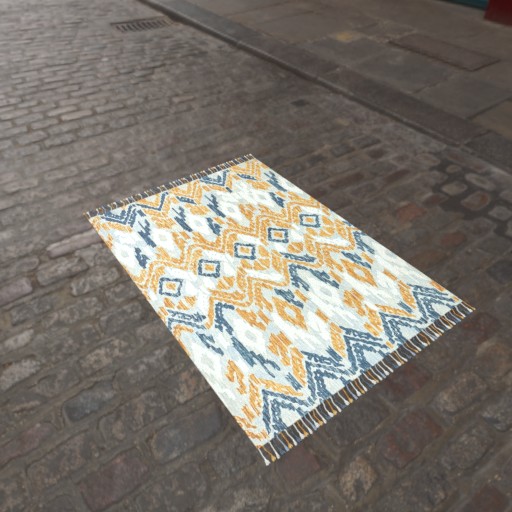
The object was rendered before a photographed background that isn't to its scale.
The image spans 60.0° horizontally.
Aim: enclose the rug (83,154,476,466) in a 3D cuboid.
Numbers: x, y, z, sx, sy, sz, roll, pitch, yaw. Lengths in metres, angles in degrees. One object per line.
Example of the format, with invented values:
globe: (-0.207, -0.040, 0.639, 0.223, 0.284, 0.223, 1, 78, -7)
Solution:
rug: (0.000, 0.000, 2.354, 1.230, 0.008, 1.827, -26, 48, -26)
